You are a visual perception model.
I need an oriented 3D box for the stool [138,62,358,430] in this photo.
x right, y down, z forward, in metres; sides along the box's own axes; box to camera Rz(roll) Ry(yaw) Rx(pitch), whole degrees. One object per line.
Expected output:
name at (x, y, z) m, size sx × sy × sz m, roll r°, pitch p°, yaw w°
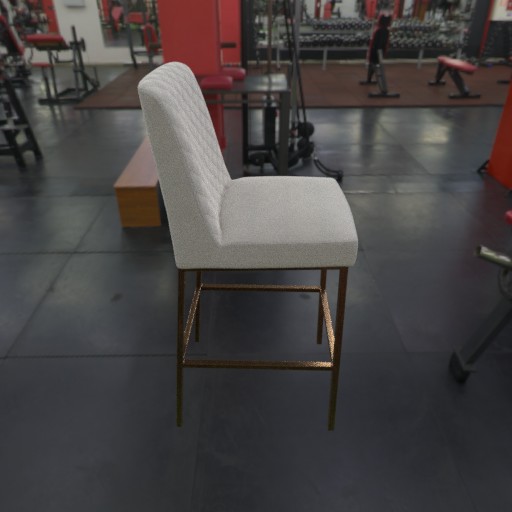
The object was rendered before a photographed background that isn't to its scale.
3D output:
stool at (0.000, 0.000, 1.386) m, size 0.546 × 1.084 × 0.462 m, roll 1°, pitch 31°, yaw 1°
